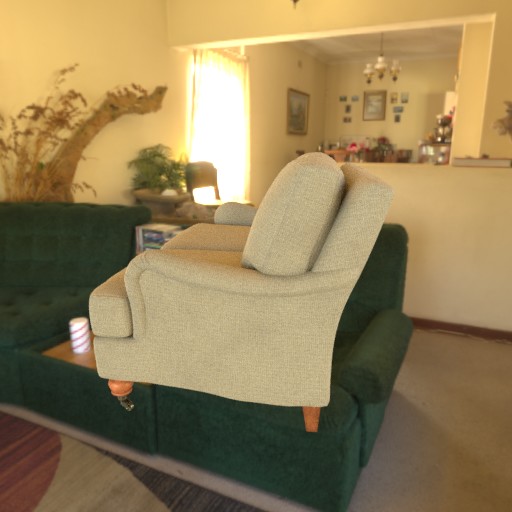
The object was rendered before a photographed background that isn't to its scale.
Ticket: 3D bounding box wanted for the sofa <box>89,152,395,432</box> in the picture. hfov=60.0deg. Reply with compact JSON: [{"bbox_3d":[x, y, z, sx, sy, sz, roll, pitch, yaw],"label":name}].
[{"bbox_3d":[0.000,0.000,2.225,1.087,0.999,1.480,2,14,8],"label":"sofa"}]
